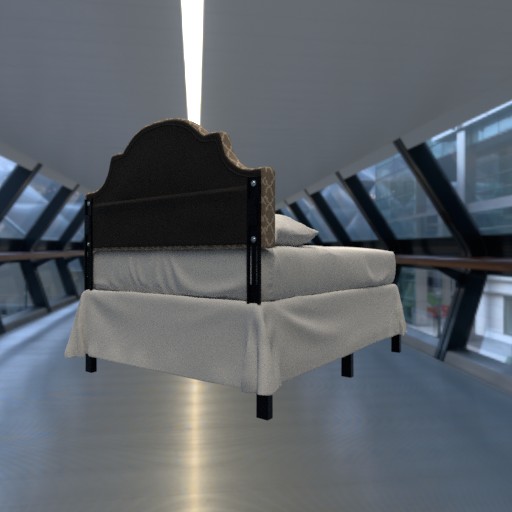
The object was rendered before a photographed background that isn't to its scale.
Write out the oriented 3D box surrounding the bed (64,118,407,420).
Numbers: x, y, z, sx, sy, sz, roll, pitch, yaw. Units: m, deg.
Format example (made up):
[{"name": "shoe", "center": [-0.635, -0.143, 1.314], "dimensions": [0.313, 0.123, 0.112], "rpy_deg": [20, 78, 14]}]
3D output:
[{"name": "bed", "center": [0.000, 0.000, 3.448], "dimensions": [1.780, 1.633, 2.222], "rpy_deg": [0, 0, 37]}]
